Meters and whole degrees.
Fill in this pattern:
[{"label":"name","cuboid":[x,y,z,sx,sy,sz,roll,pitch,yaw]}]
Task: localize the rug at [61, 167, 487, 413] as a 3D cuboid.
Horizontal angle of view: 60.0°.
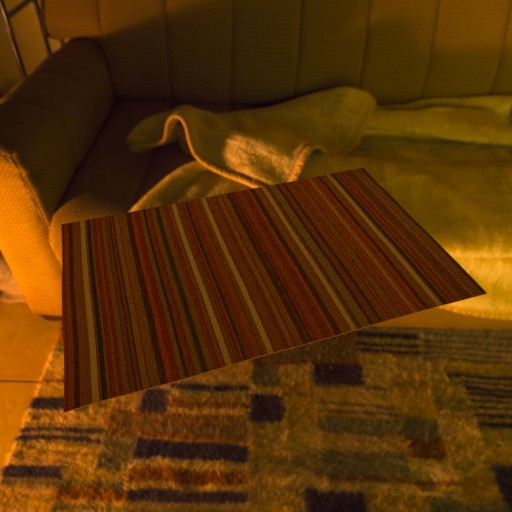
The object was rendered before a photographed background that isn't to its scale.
[{"label":"rug","cuboid":[0.000,0.000,2.926,2.438,0.008,1.523,-13,44,-14]}]
